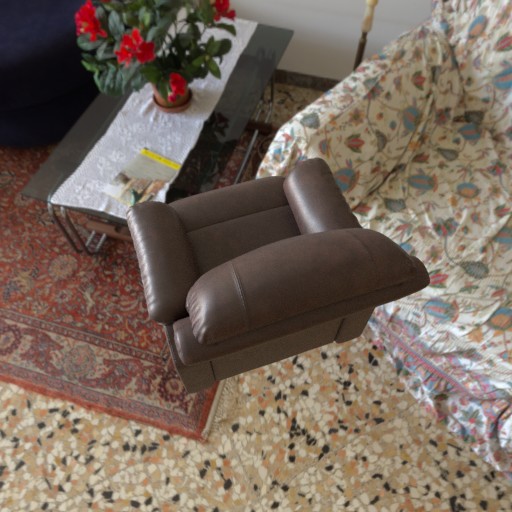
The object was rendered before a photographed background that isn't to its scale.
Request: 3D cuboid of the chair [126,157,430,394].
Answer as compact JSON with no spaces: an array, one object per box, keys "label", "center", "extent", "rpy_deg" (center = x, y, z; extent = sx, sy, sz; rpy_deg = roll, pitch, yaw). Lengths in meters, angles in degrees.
[{"label":"chair","center":[0.000,0.000,1.666],"extent":[0.855,0.992,0.919],"rpy_deg":[-16,59,-10]}]
